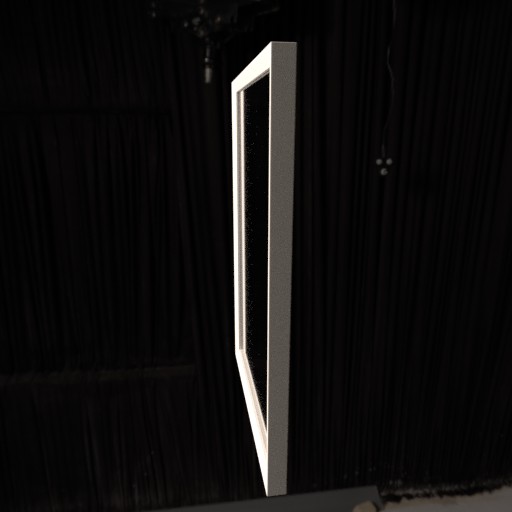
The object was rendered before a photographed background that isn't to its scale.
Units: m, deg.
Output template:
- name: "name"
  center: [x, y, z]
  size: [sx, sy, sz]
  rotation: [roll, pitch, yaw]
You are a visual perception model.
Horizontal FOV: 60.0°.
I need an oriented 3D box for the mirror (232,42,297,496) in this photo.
- name: "mirror"
  center: [0.000, 0.000, 0.904]
  size: [0.039, 0.710, 0.507]
  rotation: [-2, 16, -8]
